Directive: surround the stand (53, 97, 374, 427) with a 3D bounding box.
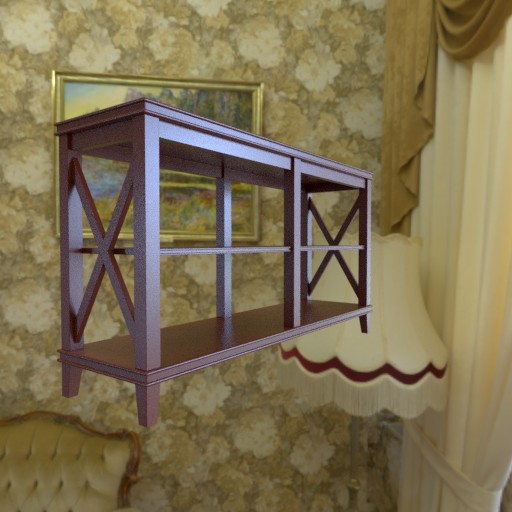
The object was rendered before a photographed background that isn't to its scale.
[{"bbox_3d":[0.000,0.000,1.675,0.381,0.762,1.372,1,2,36],"label":"stand"}]
